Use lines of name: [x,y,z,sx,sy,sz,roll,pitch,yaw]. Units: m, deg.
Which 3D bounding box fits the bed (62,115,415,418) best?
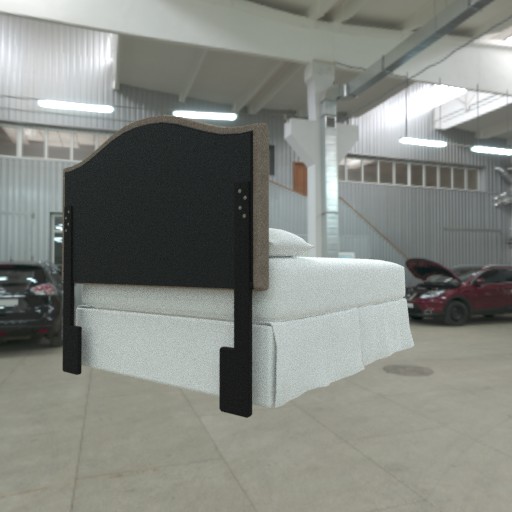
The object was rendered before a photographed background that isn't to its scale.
bed: [0.000,0.000,3.313,1.713,1.518,2.153,-1,-2,36]
